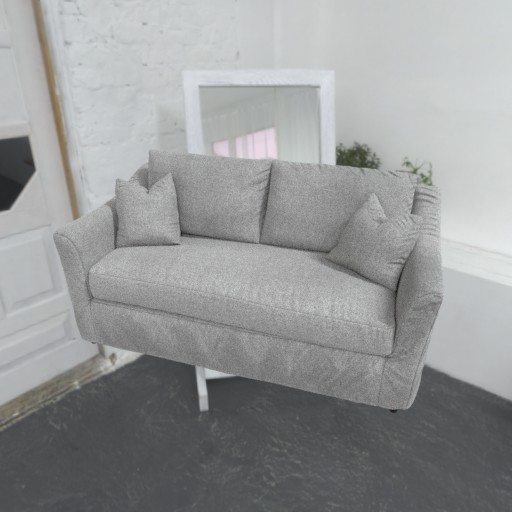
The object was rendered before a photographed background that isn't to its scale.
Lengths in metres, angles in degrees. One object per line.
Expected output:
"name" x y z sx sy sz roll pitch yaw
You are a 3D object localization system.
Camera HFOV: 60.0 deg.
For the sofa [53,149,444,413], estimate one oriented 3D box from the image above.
"sofa" 0.000 0.000 2.637 2.010 1.018 1.072 8 27 16
